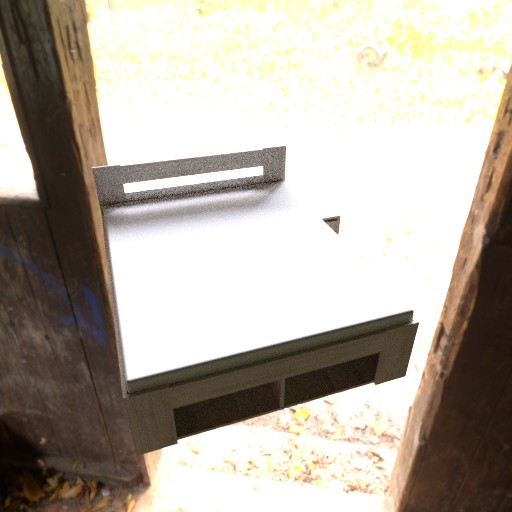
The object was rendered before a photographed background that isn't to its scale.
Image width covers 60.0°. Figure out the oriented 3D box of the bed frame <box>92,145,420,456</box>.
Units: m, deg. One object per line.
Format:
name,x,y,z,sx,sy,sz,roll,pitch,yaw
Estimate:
bed frame,0.000,0.000,3.204,2.040,0.860,2.050,-11,34,-16
